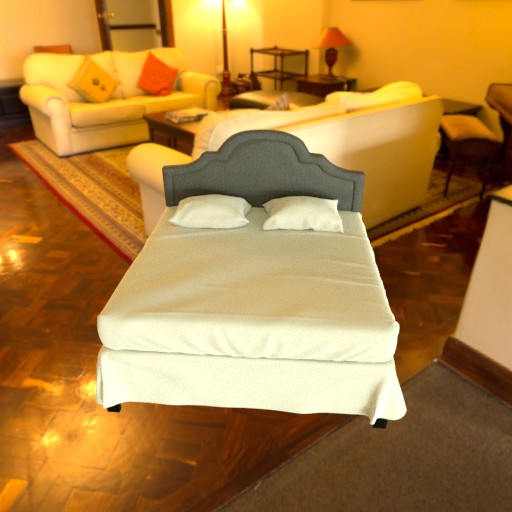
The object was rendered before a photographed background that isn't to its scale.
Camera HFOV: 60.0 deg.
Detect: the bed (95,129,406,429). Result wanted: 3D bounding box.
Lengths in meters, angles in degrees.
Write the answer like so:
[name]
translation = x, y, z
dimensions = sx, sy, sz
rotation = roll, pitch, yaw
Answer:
[bed]
translation = 0.000, 0.000, 3.693
dimensions = 2.303, 1.631, 2.222
rotation = 2, 30, 4
